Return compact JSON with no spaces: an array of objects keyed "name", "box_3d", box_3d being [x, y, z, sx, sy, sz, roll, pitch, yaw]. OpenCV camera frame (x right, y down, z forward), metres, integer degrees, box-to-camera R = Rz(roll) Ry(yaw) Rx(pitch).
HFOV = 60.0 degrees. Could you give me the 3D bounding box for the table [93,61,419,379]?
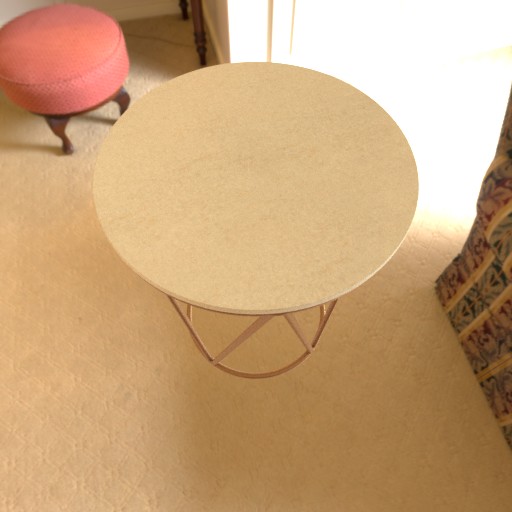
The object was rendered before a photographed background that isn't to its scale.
[{"name":"table","box_3d":[0.000,0.000,0.931,0.500,0.564,0.500,0,59,0]}]
